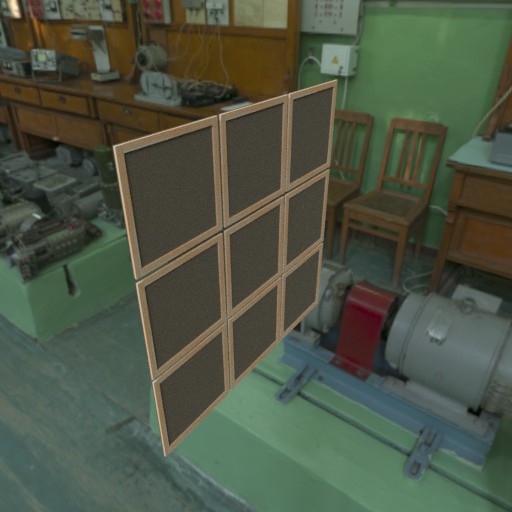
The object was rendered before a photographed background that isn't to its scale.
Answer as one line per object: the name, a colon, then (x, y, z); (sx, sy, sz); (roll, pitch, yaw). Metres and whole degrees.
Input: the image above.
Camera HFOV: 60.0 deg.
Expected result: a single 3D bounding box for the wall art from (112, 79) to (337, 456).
wall art: (0.000, 0.000, 1.834); (0.013, 1.218, 1.216); (20, 36, 30)
